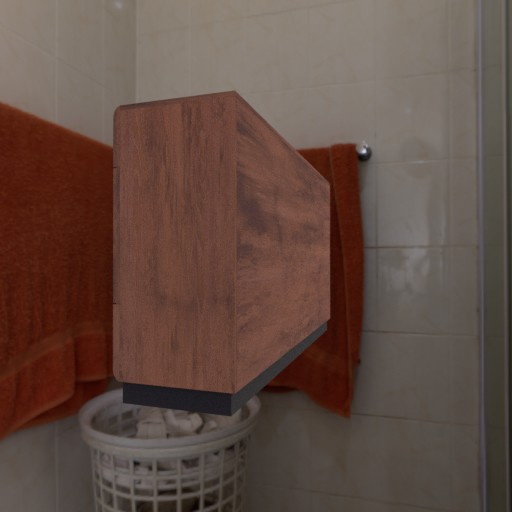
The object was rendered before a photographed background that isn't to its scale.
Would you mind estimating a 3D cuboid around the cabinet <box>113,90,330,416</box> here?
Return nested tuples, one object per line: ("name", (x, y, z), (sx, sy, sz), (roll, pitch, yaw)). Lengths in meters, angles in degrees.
("cabinet", (0.000, 0.000, 2.038), (0.420, 0.900, 1.600), (0, 0, 19))
